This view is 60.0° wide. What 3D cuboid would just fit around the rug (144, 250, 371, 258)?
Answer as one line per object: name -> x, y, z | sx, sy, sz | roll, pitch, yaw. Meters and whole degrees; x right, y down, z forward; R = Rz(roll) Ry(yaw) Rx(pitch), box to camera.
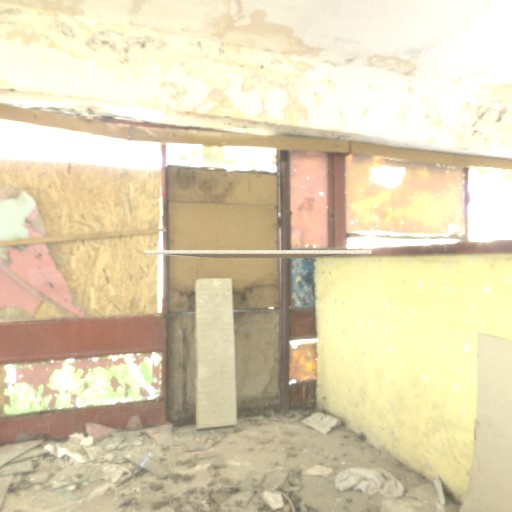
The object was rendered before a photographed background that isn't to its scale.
rug -> 0.000, 0.000, 2.694 | 0.768, 0.012, 2.438 | 0, -1, 0
